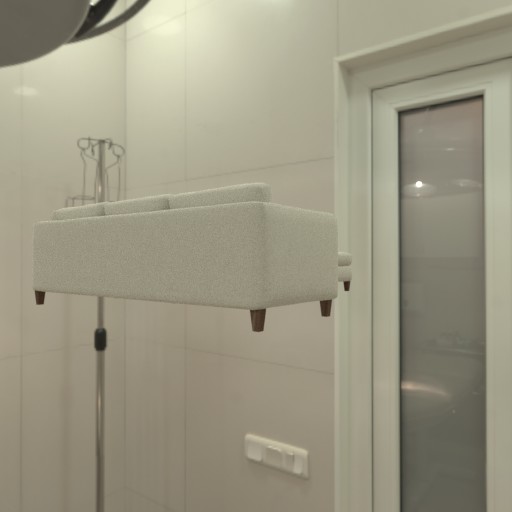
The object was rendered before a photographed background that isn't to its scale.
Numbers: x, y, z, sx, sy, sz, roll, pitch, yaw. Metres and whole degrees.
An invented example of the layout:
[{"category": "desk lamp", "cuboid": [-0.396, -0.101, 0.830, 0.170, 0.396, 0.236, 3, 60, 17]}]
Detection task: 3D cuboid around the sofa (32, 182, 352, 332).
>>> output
[{"category": "sofa", "cuboid": [0.000, 0.000, 4.398, 2.551, 0.853, 3.238, 0, 0, 37]}]
